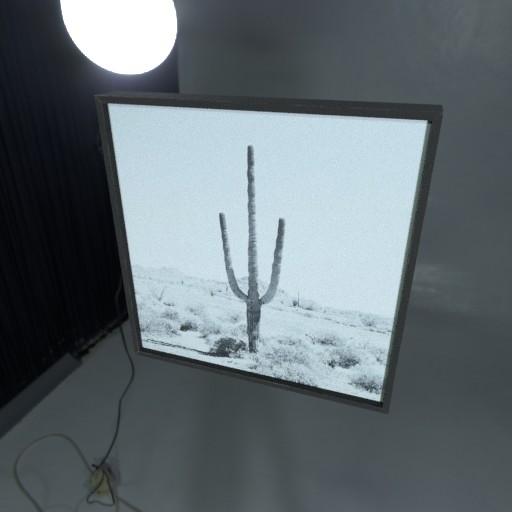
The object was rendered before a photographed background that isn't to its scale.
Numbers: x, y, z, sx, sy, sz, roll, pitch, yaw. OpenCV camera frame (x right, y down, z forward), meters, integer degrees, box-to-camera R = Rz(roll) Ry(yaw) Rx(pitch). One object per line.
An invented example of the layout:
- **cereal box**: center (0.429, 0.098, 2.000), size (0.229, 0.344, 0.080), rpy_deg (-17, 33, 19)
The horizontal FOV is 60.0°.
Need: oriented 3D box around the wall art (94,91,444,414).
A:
- **wall art**: center (0.000, 0.000, 0.455), size (0.305, 0.305, 0.038), rpy_deg (9, 28, 16)
